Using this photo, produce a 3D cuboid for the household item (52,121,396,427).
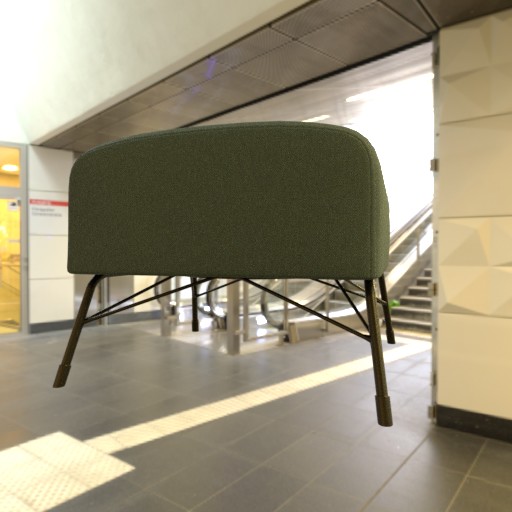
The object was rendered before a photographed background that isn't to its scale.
[{"bbox_3d":[0.000,0.000,0.884,0.530,0.420,0.530,0,1,18],"label":"household item"}]
